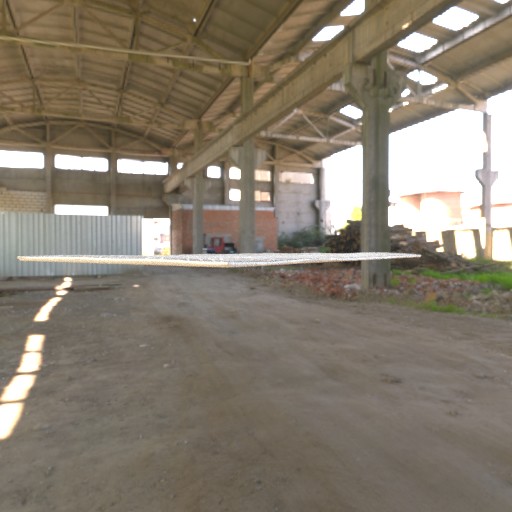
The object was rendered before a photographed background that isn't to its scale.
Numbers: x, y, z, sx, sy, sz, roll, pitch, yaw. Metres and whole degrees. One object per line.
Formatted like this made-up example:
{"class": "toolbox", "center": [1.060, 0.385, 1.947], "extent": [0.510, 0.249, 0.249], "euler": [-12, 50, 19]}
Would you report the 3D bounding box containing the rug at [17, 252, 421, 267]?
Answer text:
{"class": "rug", "center": [0.000, 0.000, 3.020], "extent": [1.537, 0.036, 2.447], "euler": [1, 1, 36]}
